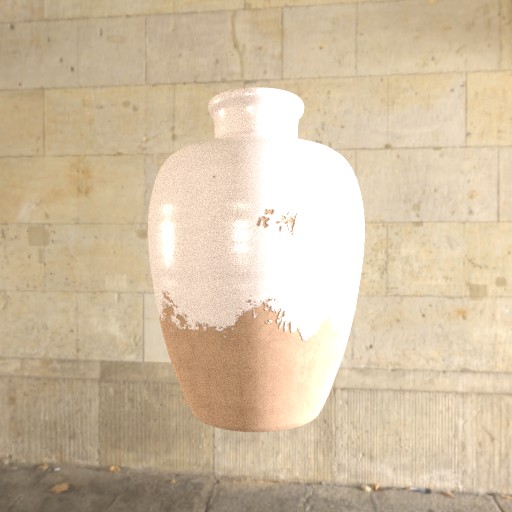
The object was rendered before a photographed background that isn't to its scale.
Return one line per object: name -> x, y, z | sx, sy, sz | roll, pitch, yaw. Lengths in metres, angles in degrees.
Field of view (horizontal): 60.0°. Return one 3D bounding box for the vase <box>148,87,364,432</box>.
vase -> 0.000, 0.000, 0.333 | 0.158, 0.228, 0.158 | 0, 1, 0
